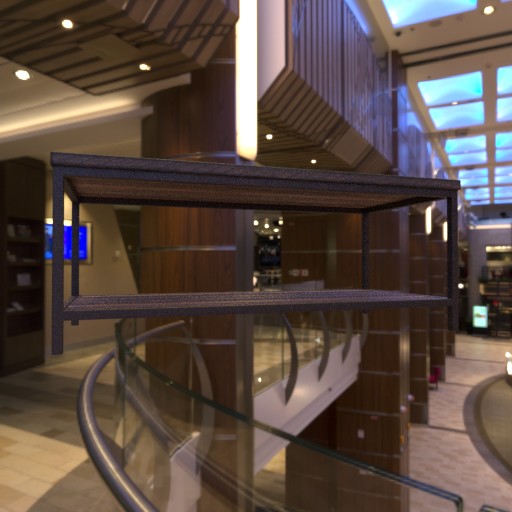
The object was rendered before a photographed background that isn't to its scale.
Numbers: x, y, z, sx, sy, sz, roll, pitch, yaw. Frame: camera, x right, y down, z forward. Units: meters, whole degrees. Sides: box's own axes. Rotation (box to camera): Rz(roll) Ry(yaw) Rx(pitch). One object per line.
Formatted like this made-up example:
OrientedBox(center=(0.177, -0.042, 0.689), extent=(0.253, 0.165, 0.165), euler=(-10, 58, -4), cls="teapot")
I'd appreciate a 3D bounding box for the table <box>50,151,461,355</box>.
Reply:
OrientedBox(center=(0.000, 0.000, 1.230), extent=(0.990, 0.399, 0.452), euler=(0, -1, -18), cls="table")
